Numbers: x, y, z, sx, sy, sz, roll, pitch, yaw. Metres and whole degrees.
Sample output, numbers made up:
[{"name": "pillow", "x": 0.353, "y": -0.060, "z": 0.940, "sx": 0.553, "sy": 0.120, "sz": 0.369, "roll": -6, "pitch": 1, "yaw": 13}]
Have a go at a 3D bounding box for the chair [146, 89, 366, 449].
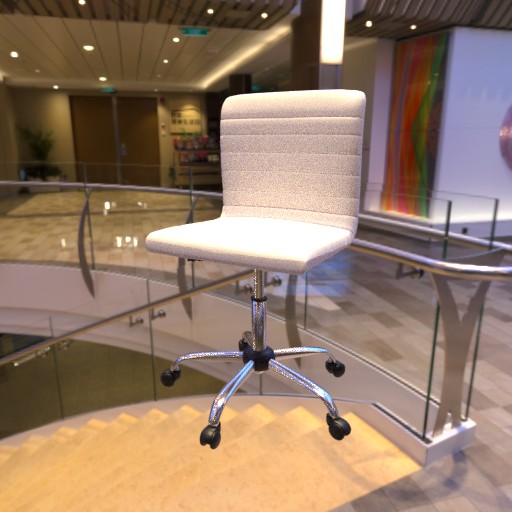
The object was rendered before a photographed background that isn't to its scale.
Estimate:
[{"name": "chair", "x": 0.000, "y": 0.000, "z": 1.034, "sx": 0.520, "sy": 0.750, "sz": 0.455, "roll": 8, "pitch": 17, "yaw": 27}]
